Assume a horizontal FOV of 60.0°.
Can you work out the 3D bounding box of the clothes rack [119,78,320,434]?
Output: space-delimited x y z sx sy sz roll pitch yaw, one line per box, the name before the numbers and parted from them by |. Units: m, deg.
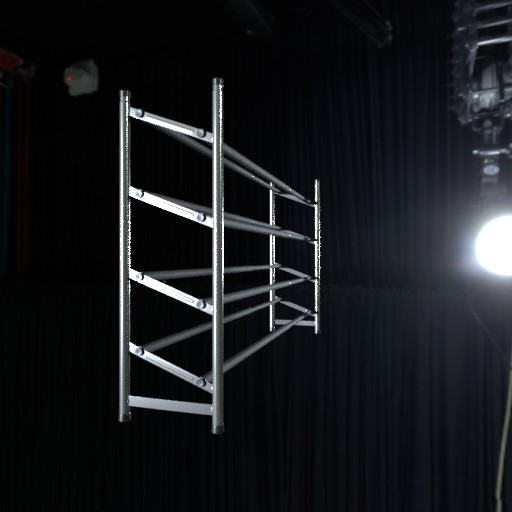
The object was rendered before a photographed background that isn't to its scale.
clothes rack | 0.000 0.000 1.421 0.229 0.672 1.168 0 0 17
